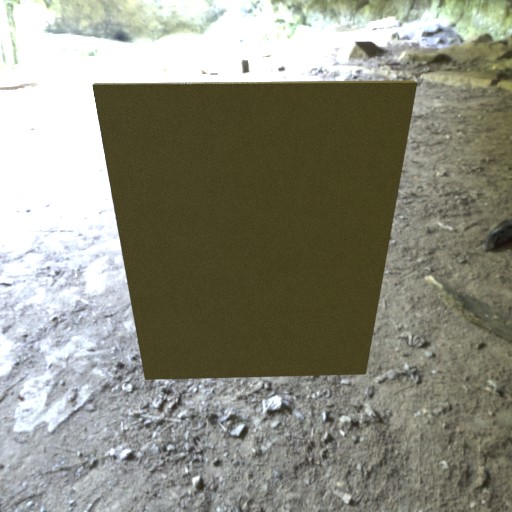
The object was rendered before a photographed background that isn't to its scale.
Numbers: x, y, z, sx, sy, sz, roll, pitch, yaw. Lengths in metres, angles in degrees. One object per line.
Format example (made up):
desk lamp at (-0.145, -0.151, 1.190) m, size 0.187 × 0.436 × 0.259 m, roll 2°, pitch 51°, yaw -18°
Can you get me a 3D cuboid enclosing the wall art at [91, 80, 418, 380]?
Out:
wall art at (0.000, 0.000, 1.355) m, size 0.798 × 1.002 × 0.030 m, roll -1°, pitch 31°, yaw -2°
